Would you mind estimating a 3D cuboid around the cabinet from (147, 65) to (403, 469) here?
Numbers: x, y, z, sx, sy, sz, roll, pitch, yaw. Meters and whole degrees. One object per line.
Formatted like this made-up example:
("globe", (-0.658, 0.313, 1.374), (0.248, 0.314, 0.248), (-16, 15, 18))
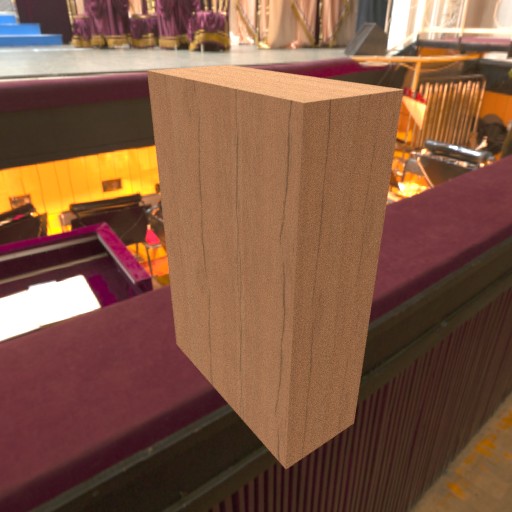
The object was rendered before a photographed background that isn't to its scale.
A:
("cabinet", (0.000, 0.000, 2.766), (0.580, 2.070, 1.400), (-19, 34, -31))
